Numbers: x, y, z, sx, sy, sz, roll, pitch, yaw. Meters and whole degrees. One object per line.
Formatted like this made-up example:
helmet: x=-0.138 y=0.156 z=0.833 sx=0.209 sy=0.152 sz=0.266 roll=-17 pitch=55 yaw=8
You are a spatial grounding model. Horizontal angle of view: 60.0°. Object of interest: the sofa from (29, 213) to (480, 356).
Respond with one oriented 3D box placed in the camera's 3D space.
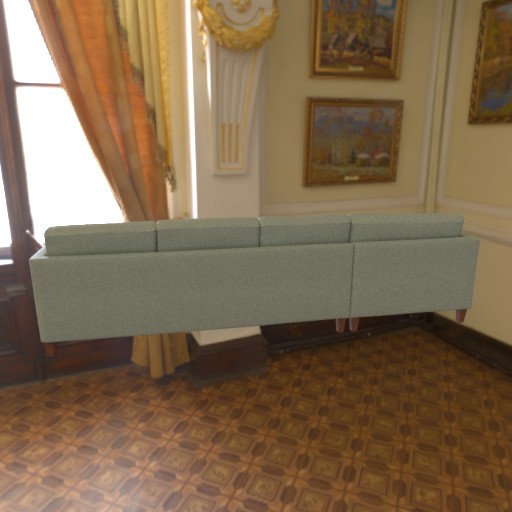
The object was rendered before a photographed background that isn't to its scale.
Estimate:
sofa: x=0.000 y=0.000 z=4.122 sx=3.470 sy=0.953 sz=1.600 roll=-3 pitch=15 yaw=-10
